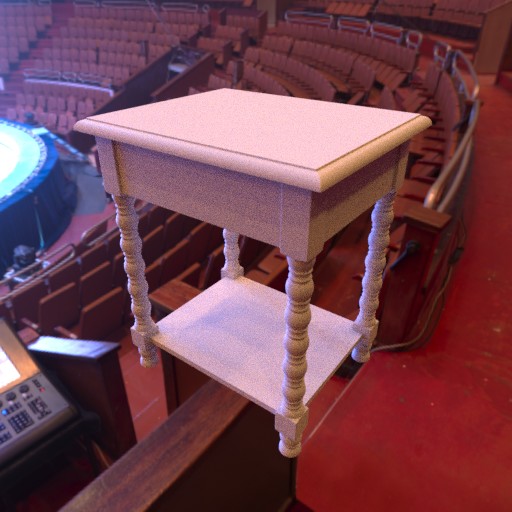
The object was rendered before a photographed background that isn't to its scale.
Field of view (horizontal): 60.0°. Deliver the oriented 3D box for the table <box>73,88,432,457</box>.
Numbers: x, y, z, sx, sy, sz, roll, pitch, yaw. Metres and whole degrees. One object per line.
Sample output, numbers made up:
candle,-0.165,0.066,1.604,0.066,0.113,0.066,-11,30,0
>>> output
table,0.000,0.000,0.860,0.460,0.531,0.381,20,36,31
